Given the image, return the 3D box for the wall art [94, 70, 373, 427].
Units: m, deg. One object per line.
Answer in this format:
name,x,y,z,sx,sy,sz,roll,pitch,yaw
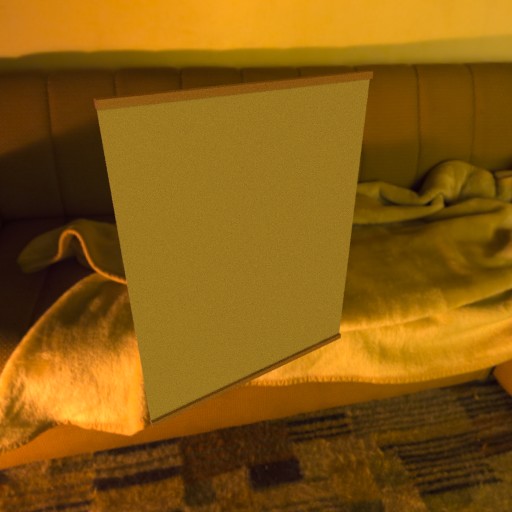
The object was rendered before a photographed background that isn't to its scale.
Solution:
wall art,0.000,0.000,0.690,0.405,0.508,0.012,-18,34,-28
